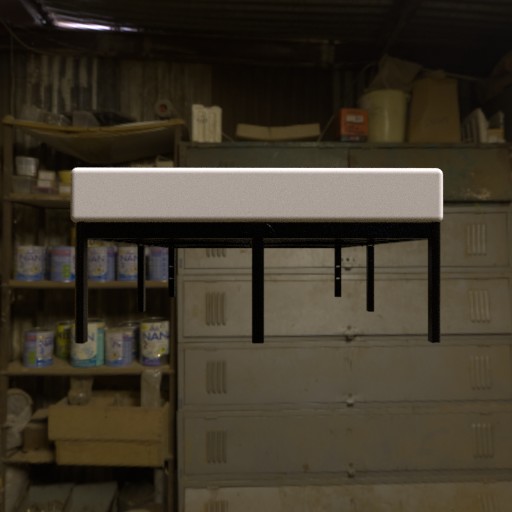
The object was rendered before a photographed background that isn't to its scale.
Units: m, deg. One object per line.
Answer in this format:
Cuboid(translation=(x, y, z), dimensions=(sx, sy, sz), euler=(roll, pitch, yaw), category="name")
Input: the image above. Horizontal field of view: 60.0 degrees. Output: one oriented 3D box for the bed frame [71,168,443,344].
Cuboid(translation=(0.000, 0.000, 2.627), dimensions=(1.408, 0.659, 1.956), euler=(0, 0, 0), category="bed frame")
